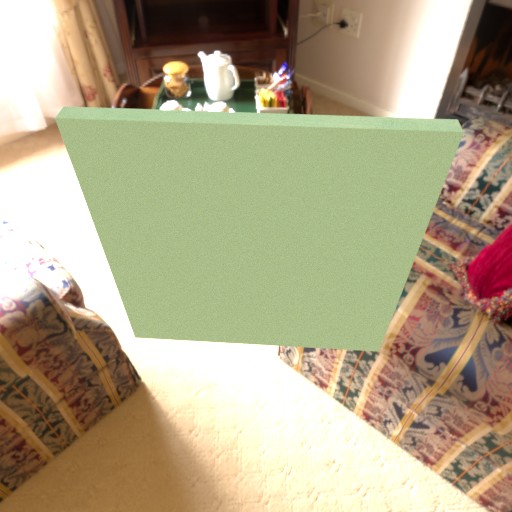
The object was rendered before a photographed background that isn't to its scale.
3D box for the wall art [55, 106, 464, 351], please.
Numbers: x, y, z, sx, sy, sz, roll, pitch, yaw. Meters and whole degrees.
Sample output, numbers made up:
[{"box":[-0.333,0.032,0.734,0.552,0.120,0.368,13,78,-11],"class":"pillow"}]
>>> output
[{"box":[0.000,0.000,0.884,0.603,0.603,0.036,3,47,3],"class":"wall art"}]
